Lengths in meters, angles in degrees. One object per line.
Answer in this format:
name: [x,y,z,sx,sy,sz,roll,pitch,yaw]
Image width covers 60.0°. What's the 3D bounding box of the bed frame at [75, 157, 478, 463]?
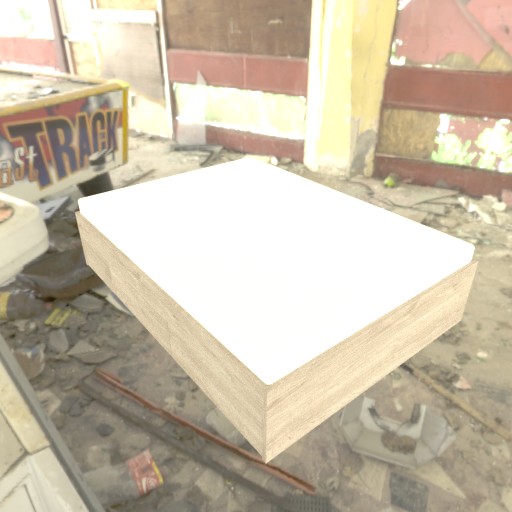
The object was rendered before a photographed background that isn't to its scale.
bed frame: [0.000,0.000,2.676,1.448,0.490,1.944,-22,37,-33]
